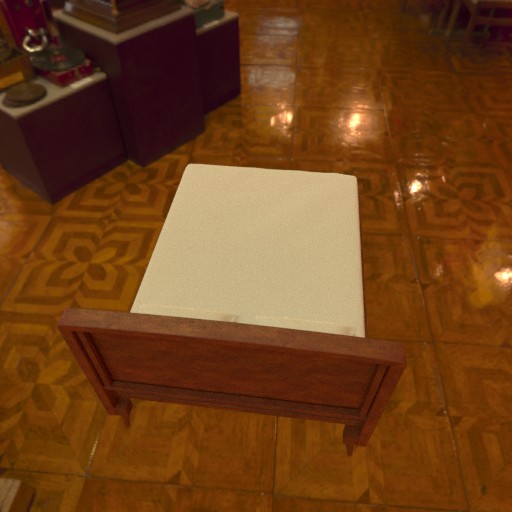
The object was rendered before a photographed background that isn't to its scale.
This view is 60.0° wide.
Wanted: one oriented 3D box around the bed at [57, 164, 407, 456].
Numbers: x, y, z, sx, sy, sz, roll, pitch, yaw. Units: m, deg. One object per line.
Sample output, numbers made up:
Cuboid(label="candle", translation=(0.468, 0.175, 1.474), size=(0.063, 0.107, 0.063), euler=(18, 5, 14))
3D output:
Cuboid(label="bed", translation=(0.000, 0.000, 3.152), size=(1.587, 1.275, 2.196), euler=(5, 48, 5))
